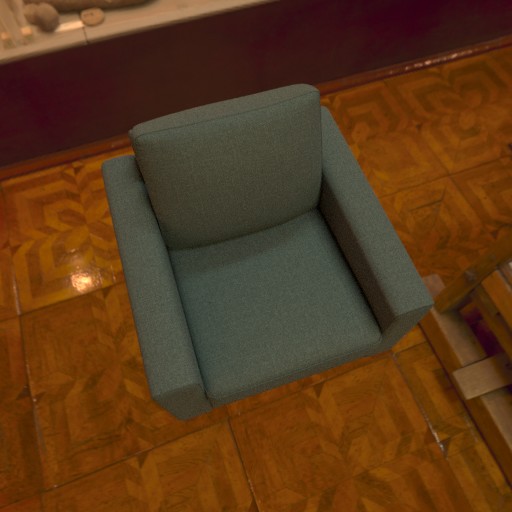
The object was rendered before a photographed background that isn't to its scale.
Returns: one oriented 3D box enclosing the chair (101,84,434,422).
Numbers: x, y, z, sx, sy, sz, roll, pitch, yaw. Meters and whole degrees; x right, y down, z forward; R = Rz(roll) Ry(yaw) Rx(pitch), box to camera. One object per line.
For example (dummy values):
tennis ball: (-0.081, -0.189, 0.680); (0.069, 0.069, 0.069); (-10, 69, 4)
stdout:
chair: (0.000, 0.000, 1.854); (1.024, 1.010, 1.038); (-17, 64, -8)
